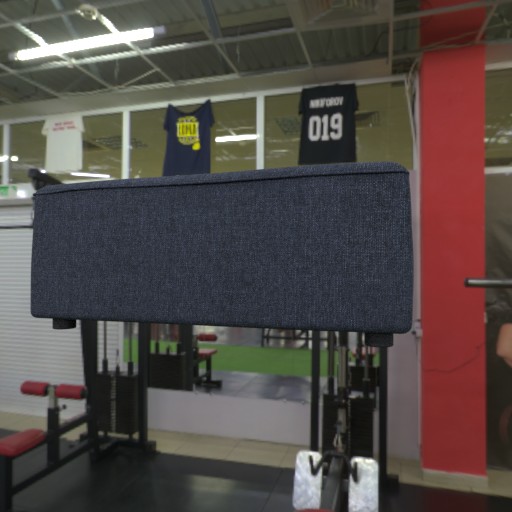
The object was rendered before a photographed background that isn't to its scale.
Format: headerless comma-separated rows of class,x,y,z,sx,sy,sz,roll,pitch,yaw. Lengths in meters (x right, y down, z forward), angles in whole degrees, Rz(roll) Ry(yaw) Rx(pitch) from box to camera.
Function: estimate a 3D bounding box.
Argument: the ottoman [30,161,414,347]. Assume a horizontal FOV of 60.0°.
ottoman,0.000,0.000,1.543,1.023,0.423,1.017,0,-1,19
